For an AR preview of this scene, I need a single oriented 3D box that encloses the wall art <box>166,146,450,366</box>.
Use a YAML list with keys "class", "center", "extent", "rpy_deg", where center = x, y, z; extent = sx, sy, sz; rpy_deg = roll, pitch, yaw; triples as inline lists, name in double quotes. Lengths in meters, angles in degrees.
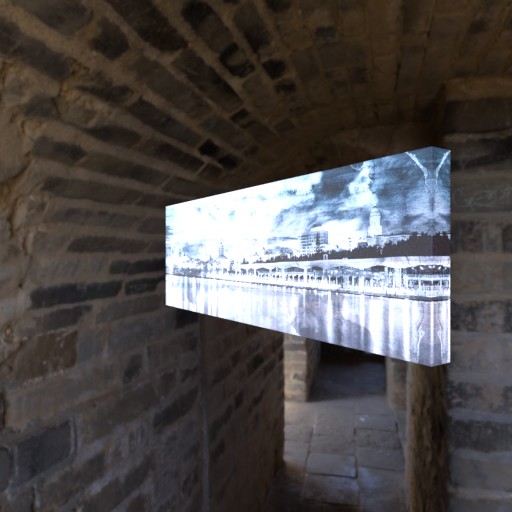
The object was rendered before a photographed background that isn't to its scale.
- class: "wall art"
  center: [0.000, 0.000, 0.826]
  extent: [0.037, 0.251, 0.759]
  rpy_deg: [0, 0, -34]
